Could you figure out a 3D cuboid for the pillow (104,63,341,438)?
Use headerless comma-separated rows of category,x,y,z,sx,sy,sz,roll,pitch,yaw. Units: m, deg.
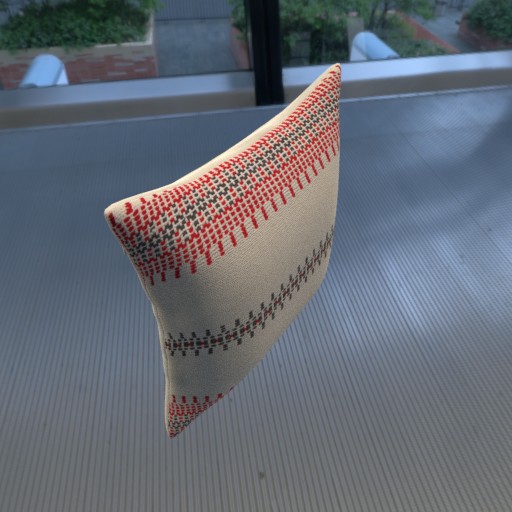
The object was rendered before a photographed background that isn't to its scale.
pillow,0.000,0.000,0.695,0.160,0.454,0.463,25,48,25
